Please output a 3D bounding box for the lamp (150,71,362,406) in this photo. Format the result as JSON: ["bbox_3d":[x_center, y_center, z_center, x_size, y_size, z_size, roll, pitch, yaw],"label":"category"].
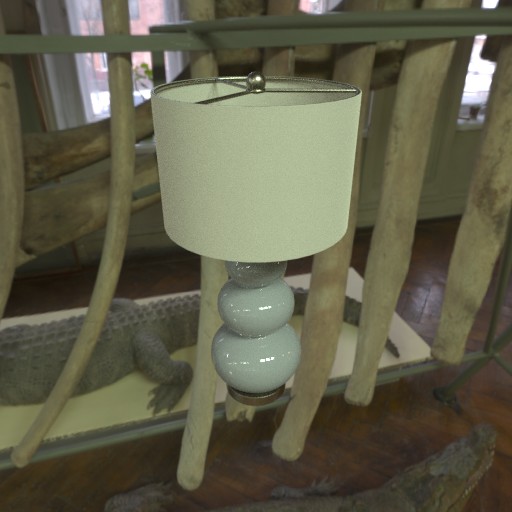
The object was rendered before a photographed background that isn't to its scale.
[{"bbox_3d":[0.000,0.000,0.945,0.367,0.730,0.367,-8,29,-15],"label":"lamp"}]
